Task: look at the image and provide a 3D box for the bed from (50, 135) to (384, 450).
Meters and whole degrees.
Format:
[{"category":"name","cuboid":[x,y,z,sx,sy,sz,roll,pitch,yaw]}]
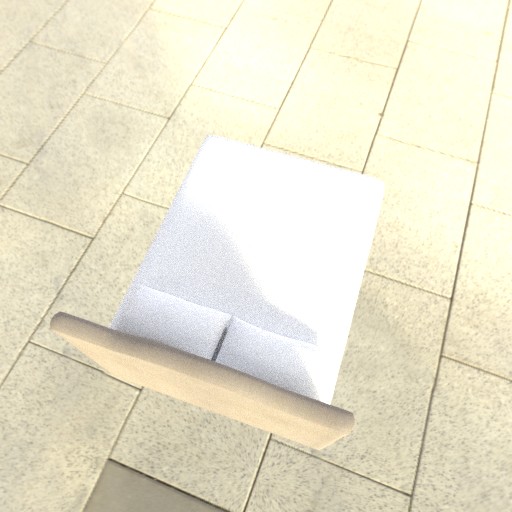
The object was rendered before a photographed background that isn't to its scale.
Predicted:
[{"category":"bed","cuboid":[0.000,0.000,3.269,1.744,1.441,2.128,17,65,8]}]
